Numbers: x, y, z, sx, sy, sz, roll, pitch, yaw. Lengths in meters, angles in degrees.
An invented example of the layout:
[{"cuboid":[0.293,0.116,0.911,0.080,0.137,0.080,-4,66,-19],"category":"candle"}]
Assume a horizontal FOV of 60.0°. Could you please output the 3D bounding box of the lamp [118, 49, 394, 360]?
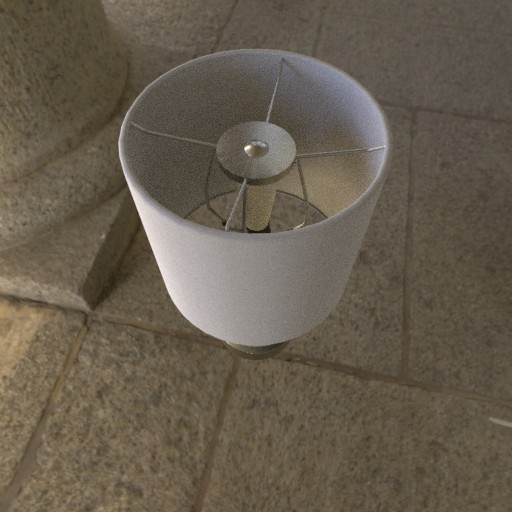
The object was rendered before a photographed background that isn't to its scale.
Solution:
[{"cuboid":[0.000,0.000,0.476,0.201,0.353,0.201,-14,59,-9],"category":"lamp"}]
